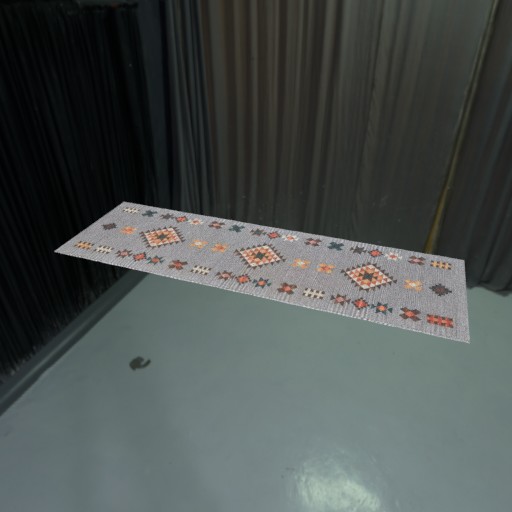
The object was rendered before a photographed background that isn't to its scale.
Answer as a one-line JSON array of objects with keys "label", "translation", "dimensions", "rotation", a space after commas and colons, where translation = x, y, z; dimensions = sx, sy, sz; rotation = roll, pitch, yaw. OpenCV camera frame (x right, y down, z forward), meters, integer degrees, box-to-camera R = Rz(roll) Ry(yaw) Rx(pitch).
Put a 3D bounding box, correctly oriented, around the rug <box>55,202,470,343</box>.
[{"label": "rug", "translation": [0.000, 0.000, 2.756], "dimensions": [2.432, 0.008, 0.766], "rotation": [11, 34, 17]}]
